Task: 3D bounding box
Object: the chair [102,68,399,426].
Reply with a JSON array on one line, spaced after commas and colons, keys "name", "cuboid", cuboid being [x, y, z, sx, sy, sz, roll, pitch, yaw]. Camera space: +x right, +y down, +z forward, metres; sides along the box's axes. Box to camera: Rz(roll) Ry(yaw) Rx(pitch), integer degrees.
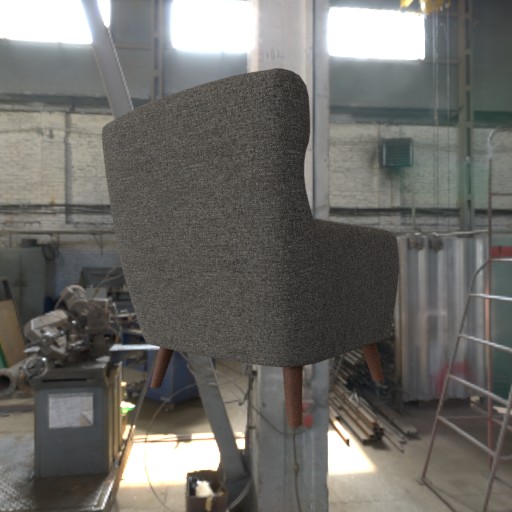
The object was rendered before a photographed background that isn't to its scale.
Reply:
[{"name": "chair", "cuboid": [0.000, 0.000, 1.769, 0.889, 1.039, 0.940, -1, -1, 38]}]
